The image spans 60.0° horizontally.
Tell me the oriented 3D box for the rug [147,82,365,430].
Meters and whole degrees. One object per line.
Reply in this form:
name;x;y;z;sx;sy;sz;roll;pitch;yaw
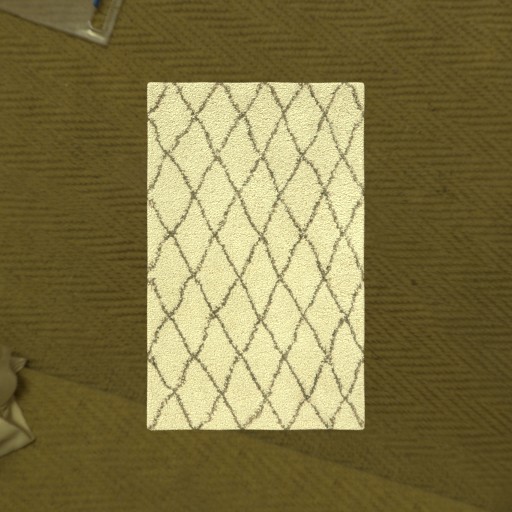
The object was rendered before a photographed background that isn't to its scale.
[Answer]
rug;0.000;0.000;3.115;1.524;0.030;2.438;0;90;0
